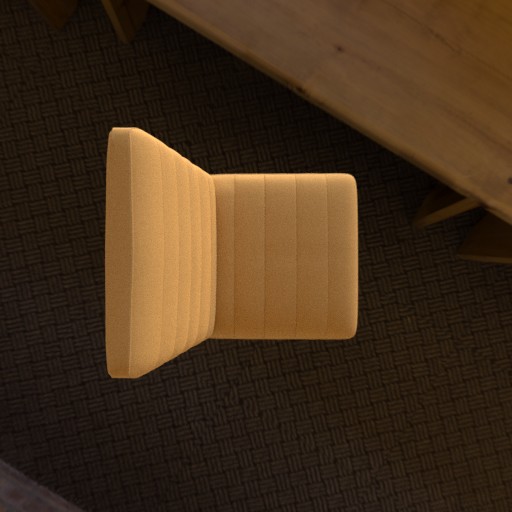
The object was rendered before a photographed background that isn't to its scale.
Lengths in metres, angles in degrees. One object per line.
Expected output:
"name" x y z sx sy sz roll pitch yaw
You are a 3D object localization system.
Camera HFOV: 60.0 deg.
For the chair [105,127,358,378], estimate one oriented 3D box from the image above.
"chair" 0.000 0.000 1.341 0.634 0.930 0.520 0 89 -1
